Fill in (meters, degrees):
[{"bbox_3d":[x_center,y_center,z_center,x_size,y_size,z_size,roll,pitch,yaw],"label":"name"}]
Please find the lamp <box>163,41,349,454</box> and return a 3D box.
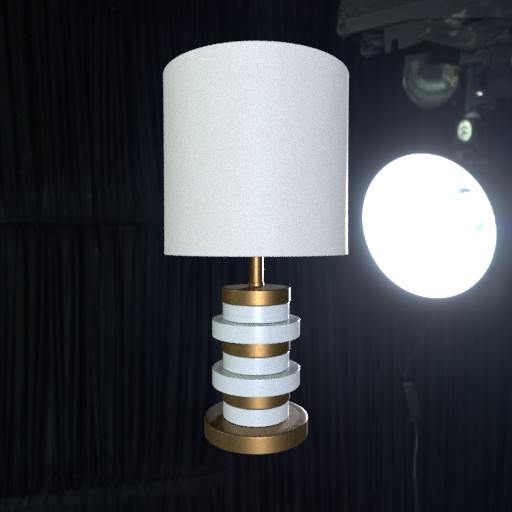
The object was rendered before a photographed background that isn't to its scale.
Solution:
[{"bbox_3d":[0.000,0.000,0.517,0.210,0.410,0.210,-1,2,-18],"label":"lamp"}]
